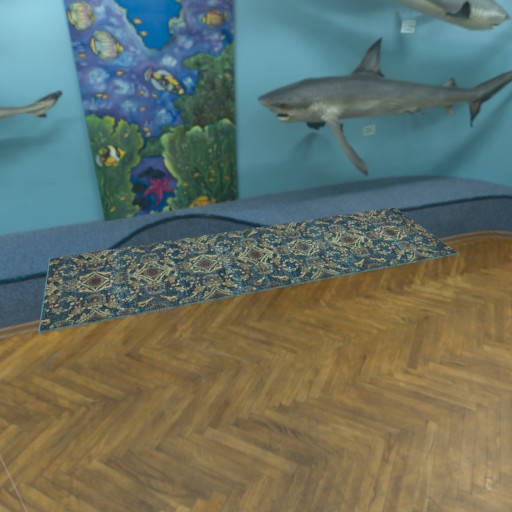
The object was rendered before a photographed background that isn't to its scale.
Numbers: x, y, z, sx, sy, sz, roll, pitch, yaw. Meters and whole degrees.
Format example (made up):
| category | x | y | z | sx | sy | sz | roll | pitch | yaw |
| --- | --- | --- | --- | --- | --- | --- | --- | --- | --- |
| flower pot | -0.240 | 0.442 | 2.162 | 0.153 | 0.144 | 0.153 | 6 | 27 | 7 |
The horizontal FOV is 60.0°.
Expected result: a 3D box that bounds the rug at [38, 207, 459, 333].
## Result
| category | x | y | z | sx | sy | sz | roll | pitch | yaw |
| --- | --- | --- | --- | --- | --- | --- | --- | --- | --- |
| rug | 0.000 | 0.000 | 2.585 | 2.292 | 0.014 | 0.685 | -9 | 32 | -15 |
